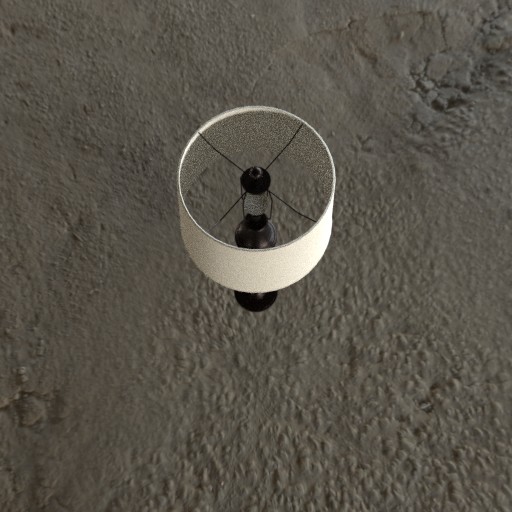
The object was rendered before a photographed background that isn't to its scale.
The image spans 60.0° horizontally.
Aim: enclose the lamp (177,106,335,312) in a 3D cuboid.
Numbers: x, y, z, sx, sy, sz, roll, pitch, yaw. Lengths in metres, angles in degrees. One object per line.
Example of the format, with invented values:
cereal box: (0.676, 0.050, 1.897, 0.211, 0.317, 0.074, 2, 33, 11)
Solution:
lamp: (0.000, 0.000, 1.679, 0.431, 1.484, 0.431, 0, 76, 0)
